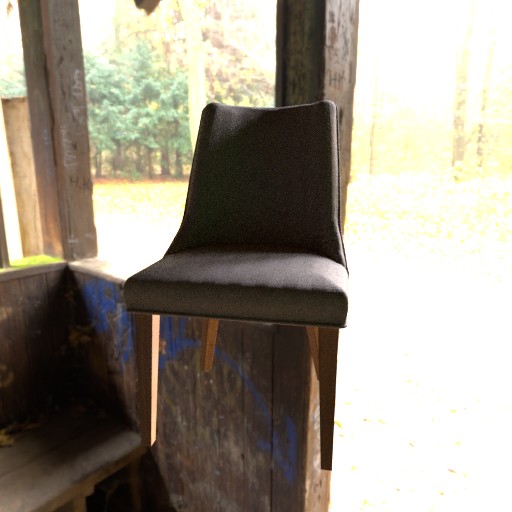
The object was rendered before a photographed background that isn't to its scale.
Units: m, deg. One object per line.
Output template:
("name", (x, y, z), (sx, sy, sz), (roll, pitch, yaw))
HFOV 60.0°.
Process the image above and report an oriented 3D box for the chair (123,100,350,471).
("chair", (0.000, 0.000, 1.323), (0.548, 0.916, 0.636), (3, 14, 11))
